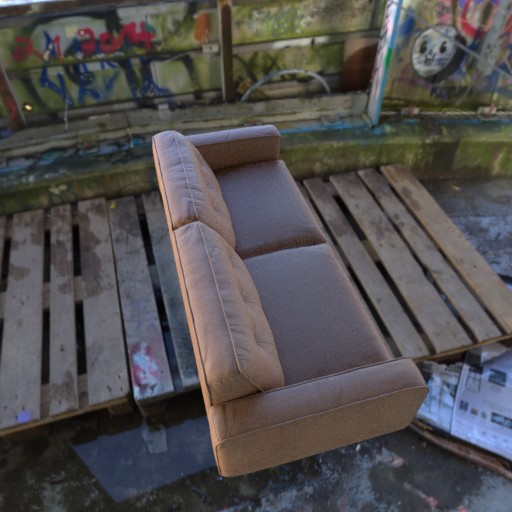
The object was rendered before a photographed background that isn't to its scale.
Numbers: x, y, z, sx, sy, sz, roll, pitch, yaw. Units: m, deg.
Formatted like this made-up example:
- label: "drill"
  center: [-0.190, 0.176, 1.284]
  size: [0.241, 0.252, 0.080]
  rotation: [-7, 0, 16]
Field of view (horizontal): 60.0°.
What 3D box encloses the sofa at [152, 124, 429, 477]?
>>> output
- label: "sofa"
  center: [0.000, 0.000, 2.663]
  size: [0.953, 0.780, 2.270]
  rotation: [-11, 47, -11]
